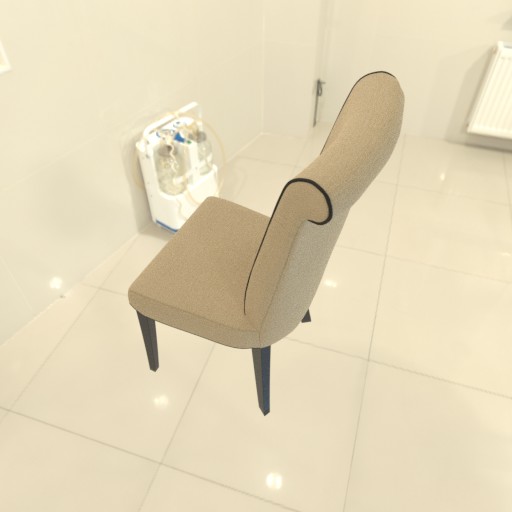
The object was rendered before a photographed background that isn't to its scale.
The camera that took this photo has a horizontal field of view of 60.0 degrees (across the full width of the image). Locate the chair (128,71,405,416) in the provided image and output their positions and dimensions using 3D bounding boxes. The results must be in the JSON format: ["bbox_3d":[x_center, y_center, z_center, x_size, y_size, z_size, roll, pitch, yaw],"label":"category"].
[{"bbox_3d":[0.000,0.000,1.314,0.623,0.997,0.522,18,48,17],"label":"chair"}]
